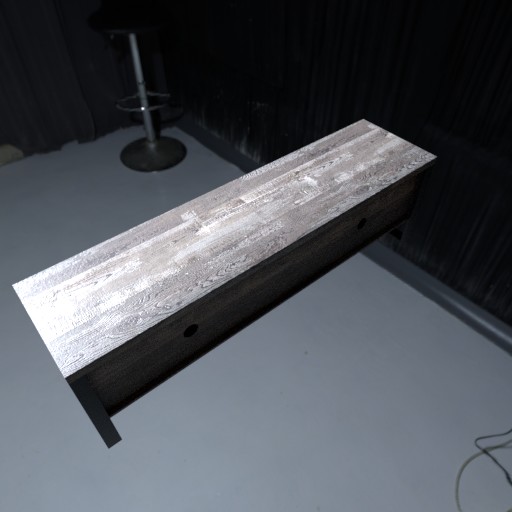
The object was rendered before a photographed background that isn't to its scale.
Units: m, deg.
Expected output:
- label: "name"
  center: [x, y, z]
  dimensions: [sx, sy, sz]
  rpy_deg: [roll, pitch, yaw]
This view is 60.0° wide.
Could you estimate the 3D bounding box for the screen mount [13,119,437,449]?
- label: "screen mount"
  center: [0.000, 0.000, 1.684]
  dimensions: [1.524, 0.450, 0.395]
  rpy_deg: [-30, 53, -26]
